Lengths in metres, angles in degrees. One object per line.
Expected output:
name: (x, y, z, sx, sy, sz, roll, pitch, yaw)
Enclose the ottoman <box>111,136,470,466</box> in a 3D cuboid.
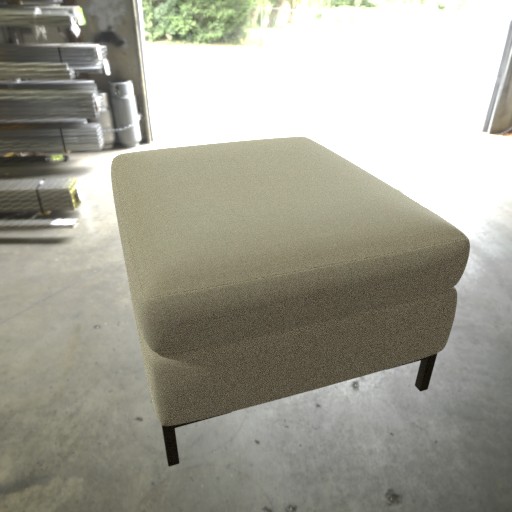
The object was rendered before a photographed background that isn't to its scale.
ottoman: (0.000, 0.000, 1.163, 0.657, 0.453, 0.794, -10, 32, -16)
